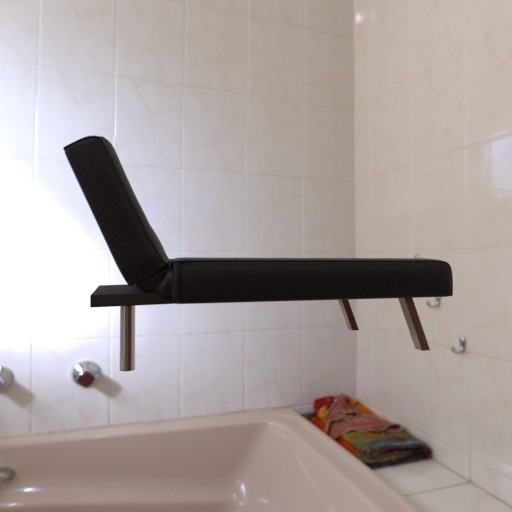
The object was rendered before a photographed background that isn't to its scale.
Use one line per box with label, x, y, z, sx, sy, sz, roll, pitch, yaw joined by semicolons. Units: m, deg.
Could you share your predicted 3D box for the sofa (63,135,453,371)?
sofa;0.000;0.000;2.036;1.560;0.820;0.760;0;-1;-17
